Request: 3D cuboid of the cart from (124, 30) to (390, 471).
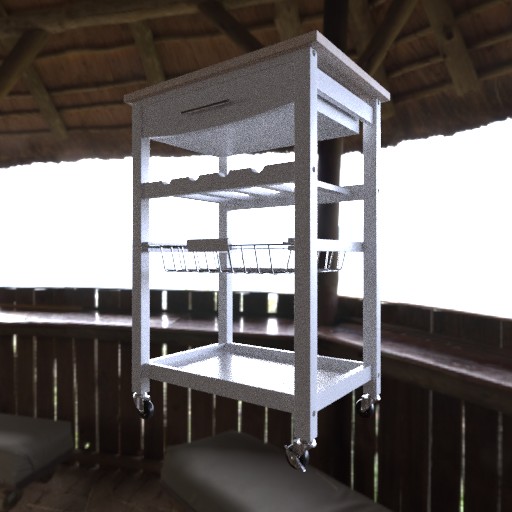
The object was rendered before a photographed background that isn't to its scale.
[{"bbox_3d":[0.000,0.000,1.172,0.578,0.857,0.406,0,0,36],"label":"cart"}]
